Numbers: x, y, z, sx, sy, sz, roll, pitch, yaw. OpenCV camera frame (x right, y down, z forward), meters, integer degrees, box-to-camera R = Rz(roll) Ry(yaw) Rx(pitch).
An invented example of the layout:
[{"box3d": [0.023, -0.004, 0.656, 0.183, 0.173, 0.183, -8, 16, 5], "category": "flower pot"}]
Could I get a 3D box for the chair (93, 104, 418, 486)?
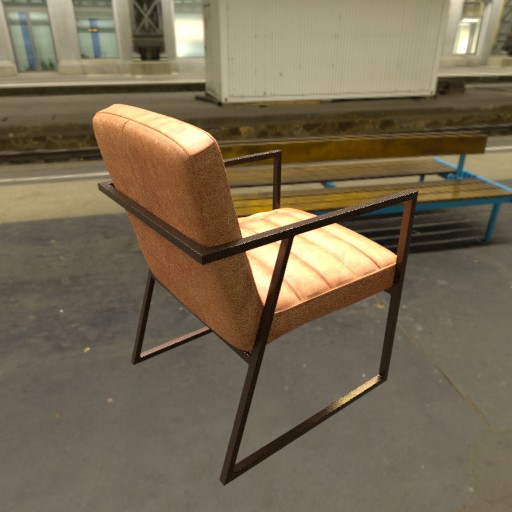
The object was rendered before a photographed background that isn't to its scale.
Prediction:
[{"box3d": [0.000, 0.000, 1.255, 0.677, 0.832, 0.571, -18, 32, -32], "category": "chair"}]
